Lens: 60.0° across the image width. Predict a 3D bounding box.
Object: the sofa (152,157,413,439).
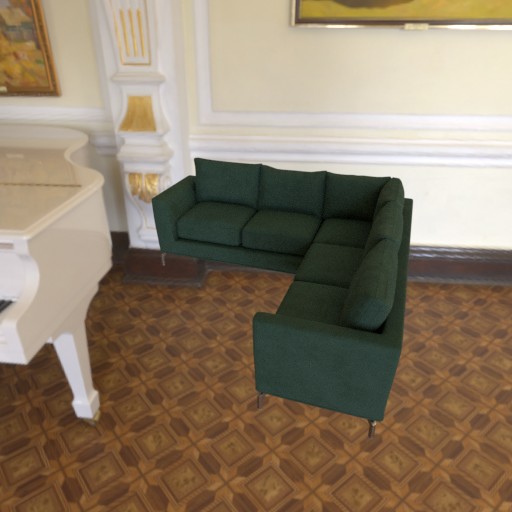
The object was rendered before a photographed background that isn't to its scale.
[{"bbox_3d":[0.000,0.000,3.834,2.468,1.004,2.452,9,29,17],"label":"sofa"}]
